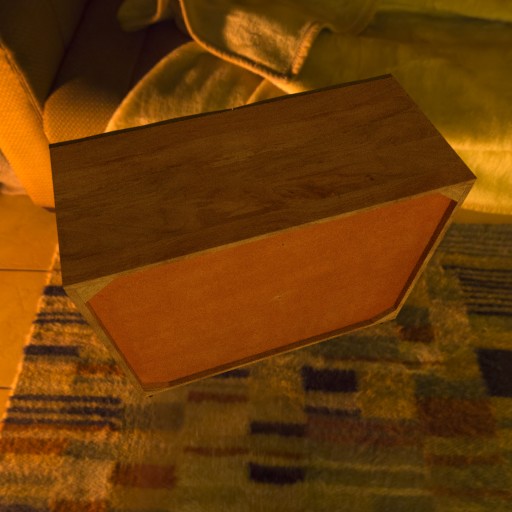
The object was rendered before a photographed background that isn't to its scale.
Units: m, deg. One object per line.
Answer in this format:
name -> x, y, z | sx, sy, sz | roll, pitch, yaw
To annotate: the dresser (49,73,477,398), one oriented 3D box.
dresser -> 0.000, 0.000, 1.433 | 0.967, 0.847, 0.446 | -15, 57, -10
